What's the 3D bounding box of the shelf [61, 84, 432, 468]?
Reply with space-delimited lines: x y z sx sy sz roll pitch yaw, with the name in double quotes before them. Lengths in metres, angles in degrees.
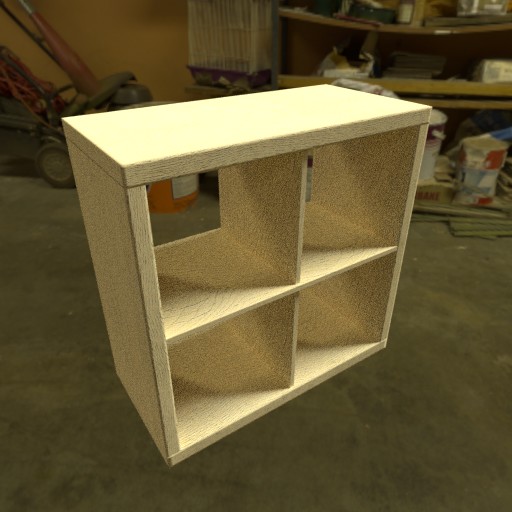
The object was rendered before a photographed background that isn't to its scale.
"shelf" 0.000 0.000 1.244 0.790 0.786 0.390 -19 35 -29
